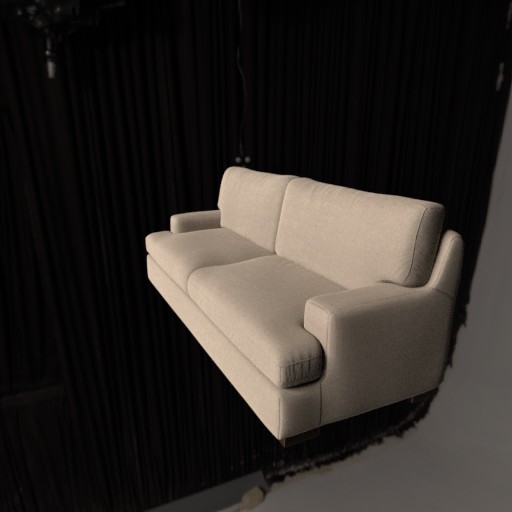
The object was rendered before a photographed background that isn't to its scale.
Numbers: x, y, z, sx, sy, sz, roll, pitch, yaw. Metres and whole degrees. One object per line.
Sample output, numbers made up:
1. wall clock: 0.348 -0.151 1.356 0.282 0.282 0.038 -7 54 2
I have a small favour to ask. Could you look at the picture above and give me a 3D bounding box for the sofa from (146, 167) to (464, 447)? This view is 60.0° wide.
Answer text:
1. sofa: 0.000 0.000 2.870 0.962 0.980 2.354 -8 18 -25
